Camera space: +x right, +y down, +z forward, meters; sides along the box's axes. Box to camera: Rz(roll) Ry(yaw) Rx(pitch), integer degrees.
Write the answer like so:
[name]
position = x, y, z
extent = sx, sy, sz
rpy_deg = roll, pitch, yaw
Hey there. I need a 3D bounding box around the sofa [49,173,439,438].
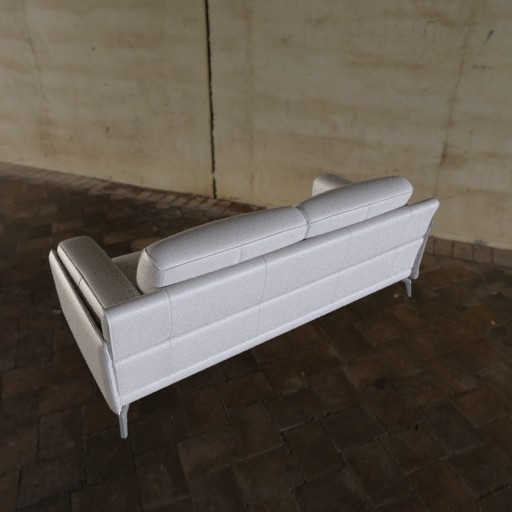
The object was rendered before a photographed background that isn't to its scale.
[sofa]
position = 0.000, 0.000, 2.603
extent = 2.101, 0.930, 1.049
rpy_deg = -19, 35, -29
